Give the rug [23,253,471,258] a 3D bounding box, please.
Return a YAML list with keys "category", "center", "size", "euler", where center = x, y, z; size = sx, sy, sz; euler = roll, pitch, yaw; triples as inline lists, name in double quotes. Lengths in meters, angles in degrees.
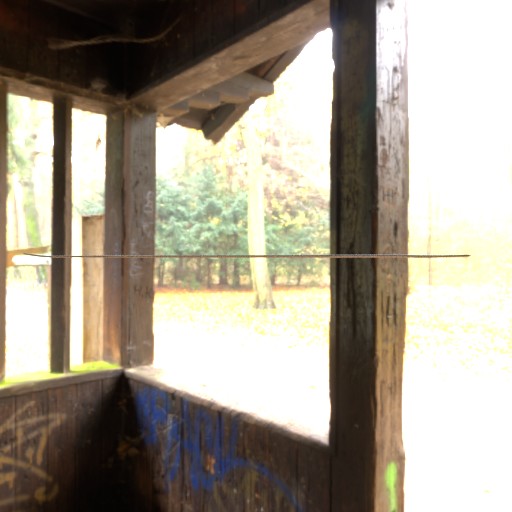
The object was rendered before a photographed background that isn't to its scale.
- category: "rug"
  center: [0.000, 0.000, 2.381]
  size: [1.947, 0.023, 1.214]
  euler: [0, 0, 18]
